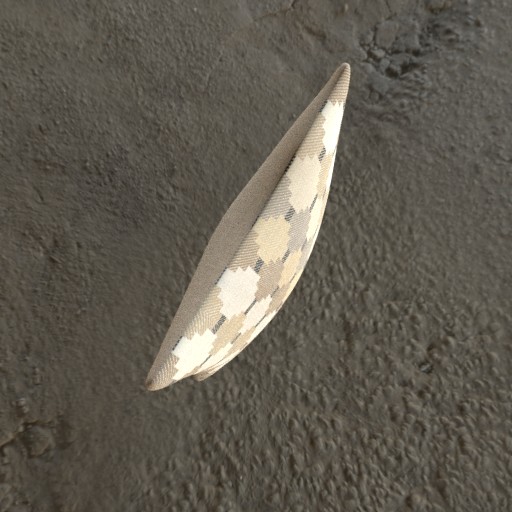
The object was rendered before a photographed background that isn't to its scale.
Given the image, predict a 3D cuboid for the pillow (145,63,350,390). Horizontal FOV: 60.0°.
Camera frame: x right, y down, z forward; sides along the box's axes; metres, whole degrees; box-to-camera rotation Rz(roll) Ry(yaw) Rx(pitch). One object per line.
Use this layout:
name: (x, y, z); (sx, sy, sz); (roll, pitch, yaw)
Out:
pillow: (0.000, 0.000, 0.884); (0.192, 0.558, 0.578); (29, 78, 7)
